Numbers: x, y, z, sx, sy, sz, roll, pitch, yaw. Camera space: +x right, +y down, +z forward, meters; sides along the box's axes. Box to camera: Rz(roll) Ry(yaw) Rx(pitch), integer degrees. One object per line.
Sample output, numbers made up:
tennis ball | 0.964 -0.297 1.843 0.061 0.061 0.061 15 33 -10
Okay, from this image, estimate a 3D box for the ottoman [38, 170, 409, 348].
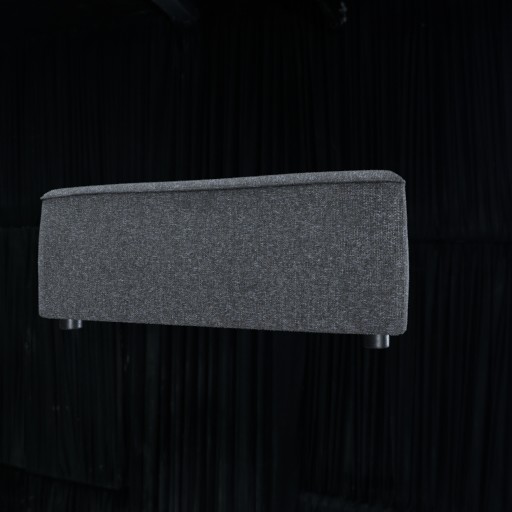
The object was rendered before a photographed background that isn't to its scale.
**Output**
ottoman | 0.000 0.000 1.583 1.021 0.423 1.017 0 0 18
